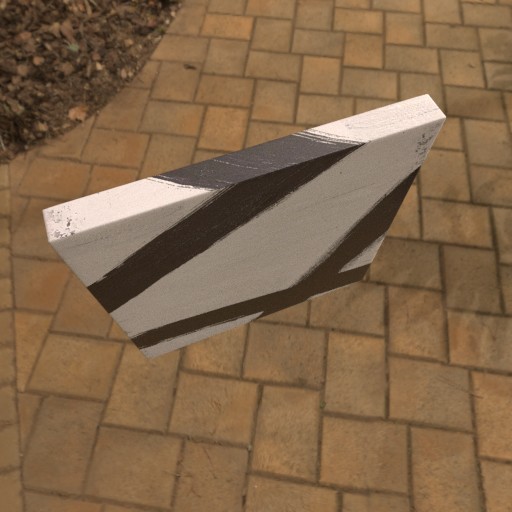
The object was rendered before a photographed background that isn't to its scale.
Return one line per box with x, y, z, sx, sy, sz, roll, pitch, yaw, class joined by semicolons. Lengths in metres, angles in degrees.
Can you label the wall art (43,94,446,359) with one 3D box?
0.000;0.000;0.760;0.507;0.508;0.050;-19;64;-10;wall art
